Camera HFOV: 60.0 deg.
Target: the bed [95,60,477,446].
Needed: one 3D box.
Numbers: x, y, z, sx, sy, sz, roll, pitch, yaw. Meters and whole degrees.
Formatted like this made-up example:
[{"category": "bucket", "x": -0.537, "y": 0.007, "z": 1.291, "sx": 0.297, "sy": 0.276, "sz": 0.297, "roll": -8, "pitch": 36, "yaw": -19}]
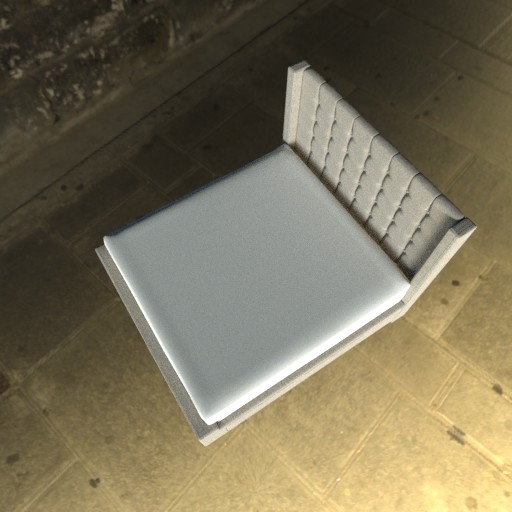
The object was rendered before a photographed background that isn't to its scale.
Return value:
[{"category": "bed", "x": 0.000, "y": 0.000, "z": 3.928, "sx": 2.372, "sy": 1.748, "sz": 2.044, "roll": -30, "pitch": 66, "yaw": -15}]
